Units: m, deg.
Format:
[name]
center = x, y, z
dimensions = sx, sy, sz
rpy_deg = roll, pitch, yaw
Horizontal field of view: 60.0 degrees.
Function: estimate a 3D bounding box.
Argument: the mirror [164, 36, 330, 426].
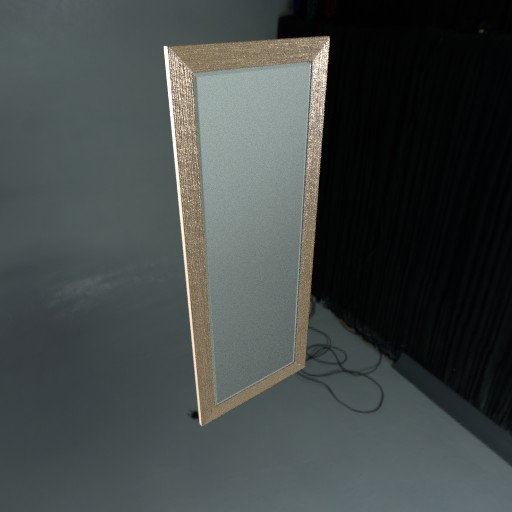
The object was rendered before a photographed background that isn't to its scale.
[mirror]
center = 0.000, 0.000, 2.319
dimensions = 0.812, 2.031, 0.026
rpy_deg = -21, 36, -31
